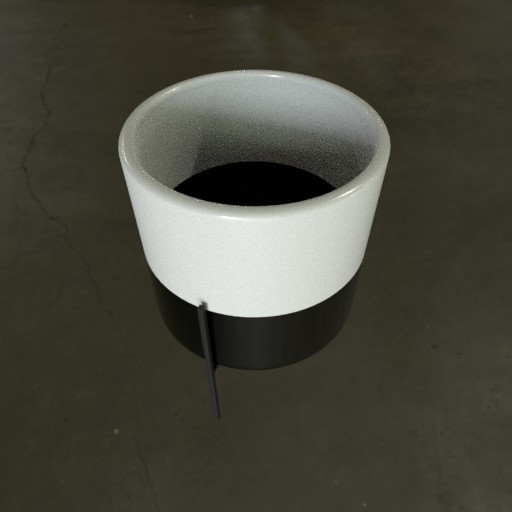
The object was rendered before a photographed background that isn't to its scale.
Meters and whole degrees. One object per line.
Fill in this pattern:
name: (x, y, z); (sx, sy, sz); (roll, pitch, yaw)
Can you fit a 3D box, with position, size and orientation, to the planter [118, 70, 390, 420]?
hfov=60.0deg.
planter: (0.000, 0.000, 0.655); (0.310, 0.432, 0.310); (-17, 49, -16)
